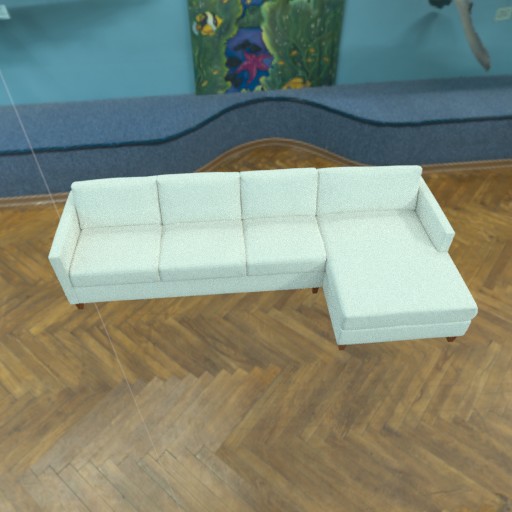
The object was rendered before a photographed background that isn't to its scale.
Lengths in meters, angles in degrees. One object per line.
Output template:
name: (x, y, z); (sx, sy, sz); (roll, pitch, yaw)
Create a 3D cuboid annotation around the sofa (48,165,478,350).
sofa: (0.000, 0.000, 4.008); (3.471, 0.954, 1.606); (-4, 45, -4)
